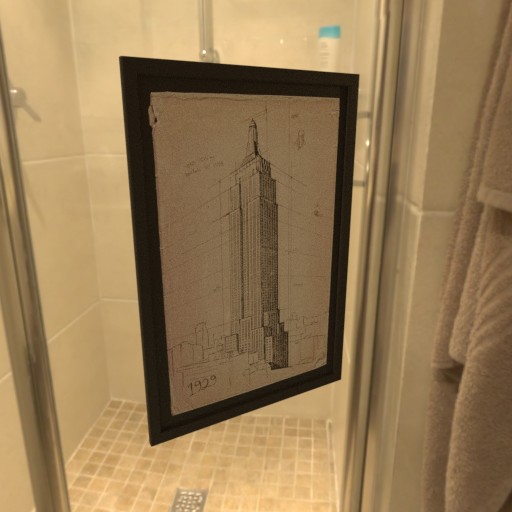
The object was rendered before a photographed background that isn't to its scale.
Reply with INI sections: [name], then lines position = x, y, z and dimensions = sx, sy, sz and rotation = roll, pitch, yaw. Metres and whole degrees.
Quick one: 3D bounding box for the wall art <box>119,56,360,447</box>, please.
[wall art]
position = 0.000, 0.000, 0.835
dimensions = 0.451, 0.661, 0.012
rotation = -9, 19, -29
